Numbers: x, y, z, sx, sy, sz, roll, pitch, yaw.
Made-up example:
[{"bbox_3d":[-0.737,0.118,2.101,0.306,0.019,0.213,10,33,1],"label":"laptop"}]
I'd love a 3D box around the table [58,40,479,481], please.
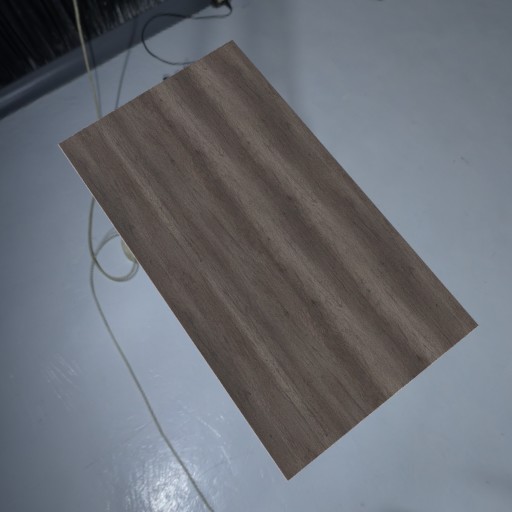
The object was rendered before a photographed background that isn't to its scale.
[{"bbox_3d":[0.000,0.000,2.136,0.900,0.775,1.600,-35,77,-9],"label":"table"}]
